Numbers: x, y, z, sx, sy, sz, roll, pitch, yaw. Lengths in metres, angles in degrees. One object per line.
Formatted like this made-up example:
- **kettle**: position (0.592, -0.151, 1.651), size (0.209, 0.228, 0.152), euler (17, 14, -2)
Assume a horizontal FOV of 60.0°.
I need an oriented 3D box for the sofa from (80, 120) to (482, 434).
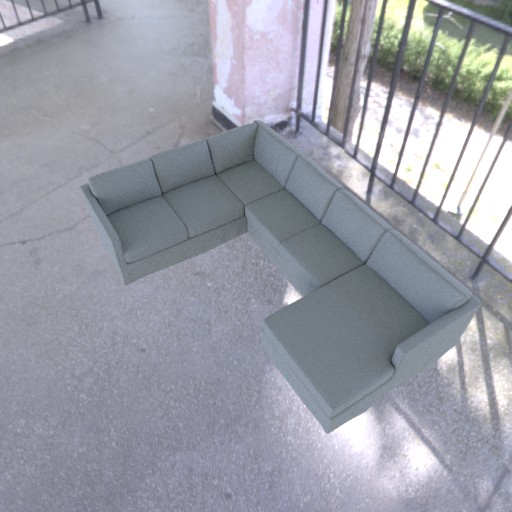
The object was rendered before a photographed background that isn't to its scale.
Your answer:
- **sofa**: position (0.000, 0.000, 4.497), size (2.427, 0.882, 3.460), euler (-25, 52, -21)
